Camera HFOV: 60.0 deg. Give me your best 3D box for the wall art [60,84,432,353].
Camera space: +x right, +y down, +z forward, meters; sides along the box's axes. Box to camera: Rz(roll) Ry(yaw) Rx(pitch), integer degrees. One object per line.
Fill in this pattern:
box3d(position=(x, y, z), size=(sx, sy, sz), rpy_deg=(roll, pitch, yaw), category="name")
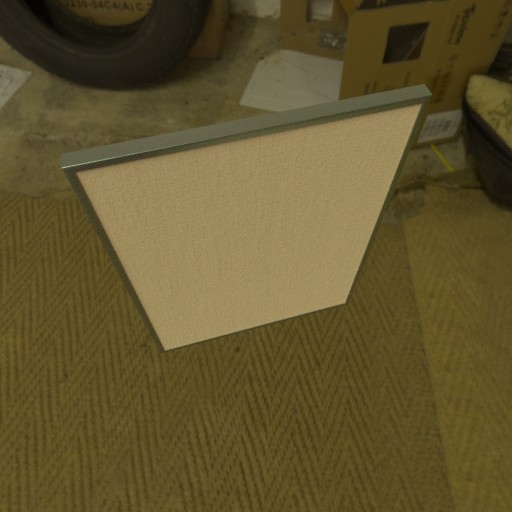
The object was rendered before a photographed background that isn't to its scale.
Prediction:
box3d(position=(0.000, 0.000, 1.386), size=(0.803, 1.062, 0.041), rpy_deg=(-13, 59, -8), category="wall art")
